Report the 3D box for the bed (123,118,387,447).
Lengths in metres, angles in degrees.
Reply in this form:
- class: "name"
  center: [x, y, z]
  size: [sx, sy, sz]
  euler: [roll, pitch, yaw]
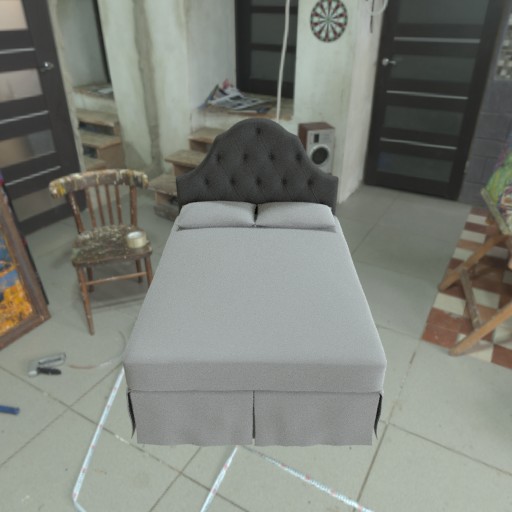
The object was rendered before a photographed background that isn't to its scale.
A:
- class: "bed"
  center: [0.000, 0.000, 3.367]
  size: [1.636, 1.575, 2.155]
  euler: [0, 30, 0]
